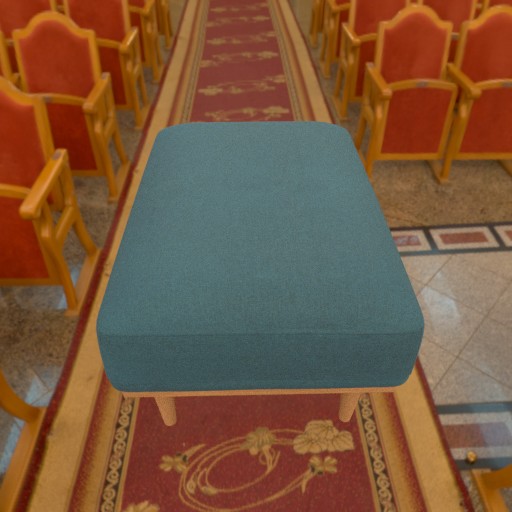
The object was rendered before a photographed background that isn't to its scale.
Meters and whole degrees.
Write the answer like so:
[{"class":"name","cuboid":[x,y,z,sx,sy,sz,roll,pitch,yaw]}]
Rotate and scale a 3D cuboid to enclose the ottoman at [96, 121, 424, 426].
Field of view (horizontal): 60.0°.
[{"class":"ottoman","cuboid":[0.000,0.000,1.069,0.549,0.428,0.749,-1,41,-1]}]
